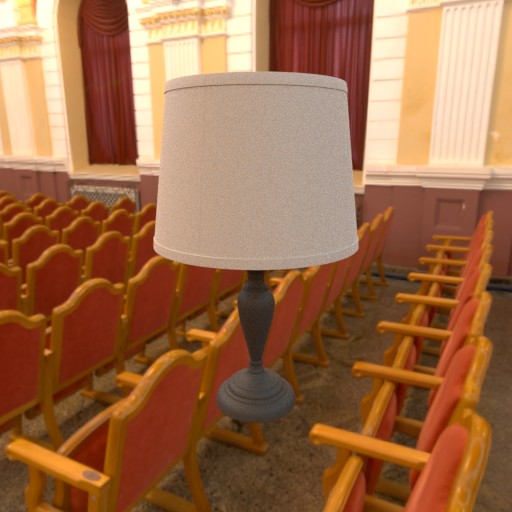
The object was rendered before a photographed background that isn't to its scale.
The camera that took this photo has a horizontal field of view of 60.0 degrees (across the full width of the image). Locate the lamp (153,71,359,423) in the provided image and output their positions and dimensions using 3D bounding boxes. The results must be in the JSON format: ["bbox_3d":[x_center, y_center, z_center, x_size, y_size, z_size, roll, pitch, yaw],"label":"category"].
[{"bbox_3d":[0.000,0.000,0.692,0.310,0.501,0.310,0,14,0],"label":"lamp"}]
